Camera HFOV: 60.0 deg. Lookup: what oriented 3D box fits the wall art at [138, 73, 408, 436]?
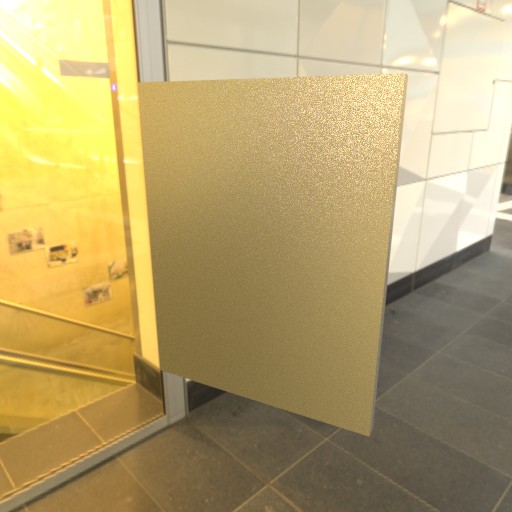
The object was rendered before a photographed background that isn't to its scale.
[{"bbox_3d":[0.000,0.000,0.767,0.444,0.569,0.025,9,20,26],"label":"wall art"}]
